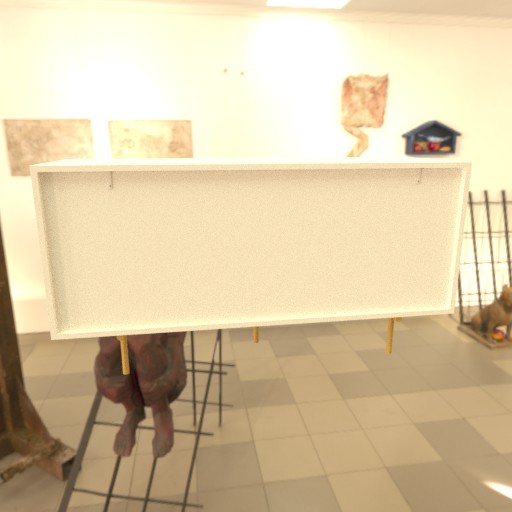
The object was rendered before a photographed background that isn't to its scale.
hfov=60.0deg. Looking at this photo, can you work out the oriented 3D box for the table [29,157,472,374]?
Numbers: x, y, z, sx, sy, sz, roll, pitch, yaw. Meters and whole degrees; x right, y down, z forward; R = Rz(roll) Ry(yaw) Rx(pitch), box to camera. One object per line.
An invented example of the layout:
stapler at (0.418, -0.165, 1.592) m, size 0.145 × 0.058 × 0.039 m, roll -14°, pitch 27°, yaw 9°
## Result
table at (0.000, 0.000, 1.824) m, size 1.500 × 0.769 × 0.508 m, roll -2°, pitch 15°, yaw -9°
